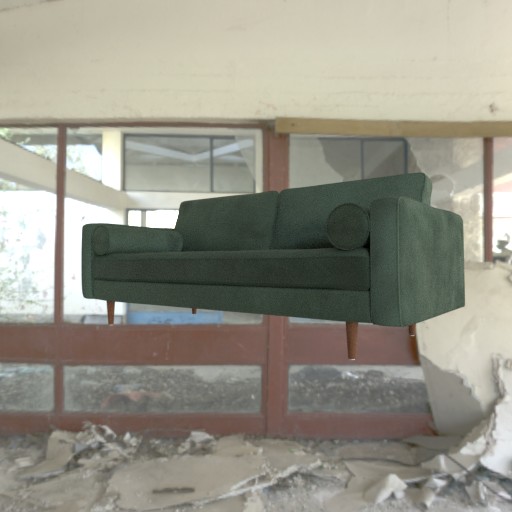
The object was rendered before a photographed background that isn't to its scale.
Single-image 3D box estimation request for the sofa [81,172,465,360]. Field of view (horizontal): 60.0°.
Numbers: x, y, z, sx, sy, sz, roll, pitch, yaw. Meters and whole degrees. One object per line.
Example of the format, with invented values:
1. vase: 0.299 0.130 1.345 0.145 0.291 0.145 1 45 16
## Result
1. sofa: 0.000 0.000 2.348 1.880 0.772 0.916 -1 -1 37
